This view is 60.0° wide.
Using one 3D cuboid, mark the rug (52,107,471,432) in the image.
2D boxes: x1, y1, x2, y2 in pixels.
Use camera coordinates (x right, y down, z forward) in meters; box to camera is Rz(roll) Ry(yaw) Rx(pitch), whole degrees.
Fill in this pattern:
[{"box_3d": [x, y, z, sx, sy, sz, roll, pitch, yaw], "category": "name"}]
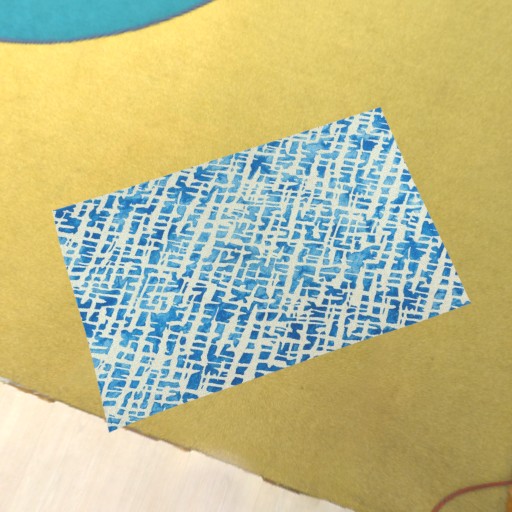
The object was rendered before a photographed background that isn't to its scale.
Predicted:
[{"box_3d": [0.000, 0.000, 2.972, 2.447, 0.011, 1.520, -19, 77, -4], "category": "rug"}]
